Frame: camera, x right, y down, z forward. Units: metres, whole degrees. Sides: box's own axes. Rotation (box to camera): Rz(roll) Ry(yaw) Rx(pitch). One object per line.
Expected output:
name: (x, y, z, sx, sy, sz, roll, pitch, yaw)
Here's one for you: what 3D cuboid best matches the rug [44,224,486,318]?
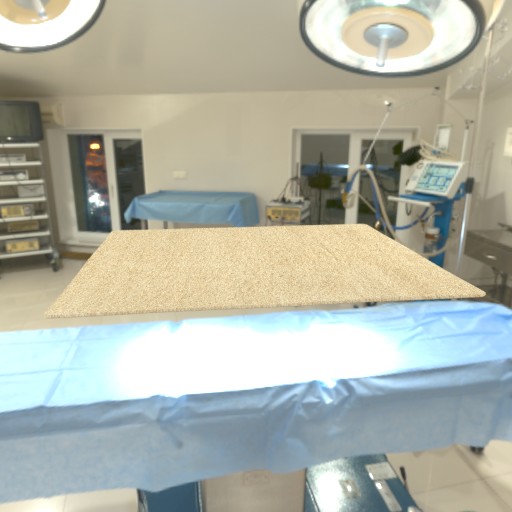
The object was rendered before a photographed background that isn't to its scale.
rug: (0.000, 0.000, 4.091, 3.001, 0.025, 2.401, -2, 16, -7)
